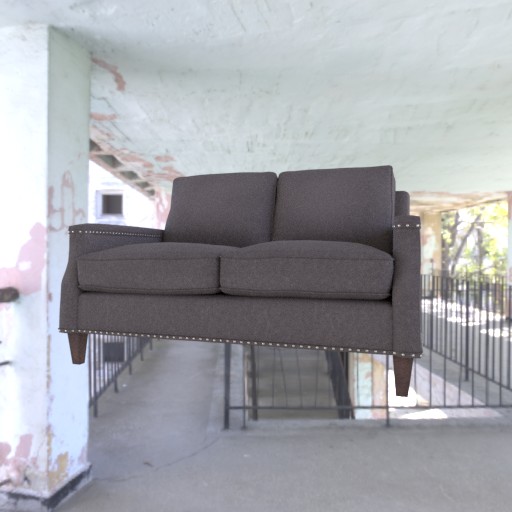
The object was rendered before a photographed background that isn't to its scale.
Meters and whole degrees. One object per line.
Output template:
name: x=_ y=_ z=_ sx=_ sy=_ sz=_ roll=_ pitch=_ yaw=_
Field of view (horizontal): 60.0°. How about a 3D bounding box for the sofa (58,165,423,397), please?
sofa: x=0.000 y=0.000 z=2.290 sx=1.597 sy=1.003 sz=1.084 roll=0 pitch=0 yaw=19
